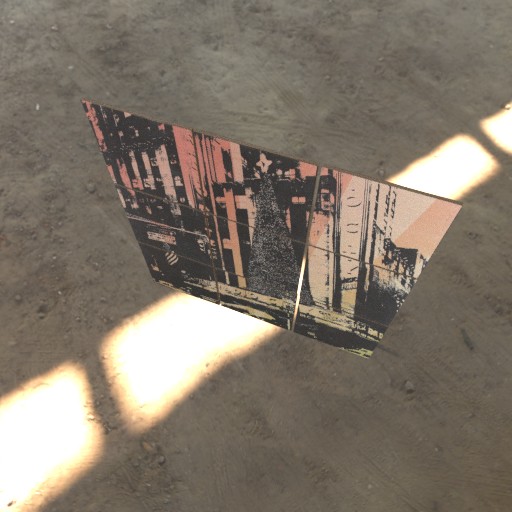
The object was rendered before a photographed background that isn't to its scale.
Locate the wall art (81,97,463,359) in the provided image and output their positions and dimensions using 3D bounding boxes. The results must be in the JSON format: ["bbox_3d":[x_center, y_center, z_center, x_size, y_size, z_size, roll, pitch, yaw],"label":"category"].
[{"bbox_3d":[0.000,0.000,1.387,0.919,0.917,0.010,18,59,11],"label":"wall art"}]
